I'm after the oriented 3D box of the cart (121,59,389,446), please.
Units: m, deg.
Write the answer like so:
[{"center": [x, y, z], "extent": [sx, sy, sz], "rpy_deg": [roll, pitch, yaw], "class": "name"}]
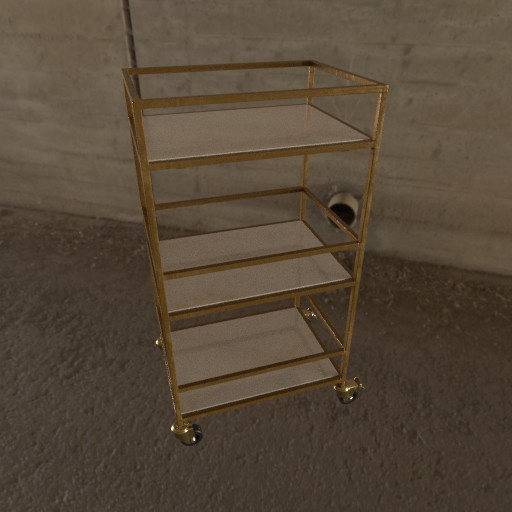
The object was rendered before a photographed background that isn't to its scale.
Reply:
[{"center": [0.000, 0.000, 0.994], "extent": [0.483, 0.761, 0.332], "rpy_deg": [-9, 32, -15], "class": "cart"}]
